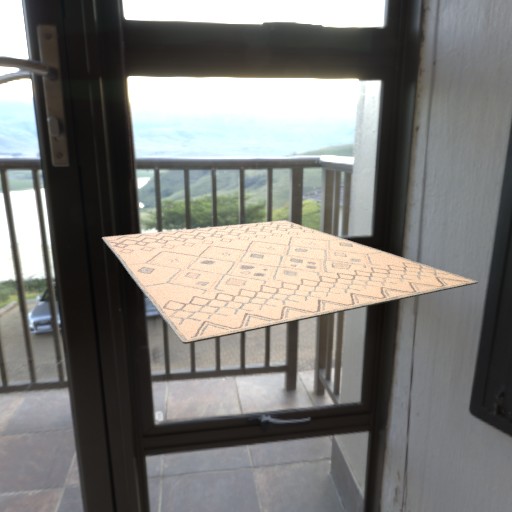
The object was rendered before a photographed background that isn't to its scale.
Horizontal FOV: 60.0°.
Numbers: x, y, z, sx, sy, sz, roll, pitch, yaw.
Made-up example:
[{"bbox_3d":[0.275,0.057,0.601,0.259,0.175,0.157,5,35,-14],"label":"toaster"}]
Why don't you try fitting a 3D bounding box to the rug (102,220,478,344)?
[{"bbox_3d":[0.000,0.000,4.318,2.441,0.013,3.056,-7,17,-26],"label":"rug"}]
